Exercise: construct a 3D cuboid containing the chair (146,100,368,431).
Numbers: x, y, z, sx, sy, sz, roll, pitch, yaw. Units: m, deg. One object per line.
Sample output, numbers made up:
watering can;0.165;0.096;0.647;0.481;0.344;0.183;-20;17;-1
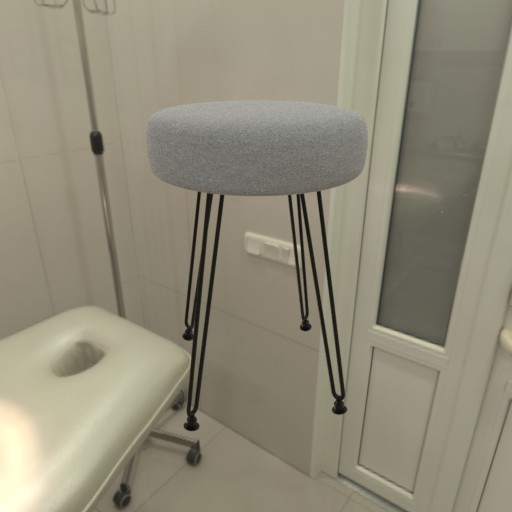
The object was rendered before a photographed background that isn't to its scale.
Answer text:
chair;0.000;0.000;0.688;0.350;0.440;0.350;17;30;33
